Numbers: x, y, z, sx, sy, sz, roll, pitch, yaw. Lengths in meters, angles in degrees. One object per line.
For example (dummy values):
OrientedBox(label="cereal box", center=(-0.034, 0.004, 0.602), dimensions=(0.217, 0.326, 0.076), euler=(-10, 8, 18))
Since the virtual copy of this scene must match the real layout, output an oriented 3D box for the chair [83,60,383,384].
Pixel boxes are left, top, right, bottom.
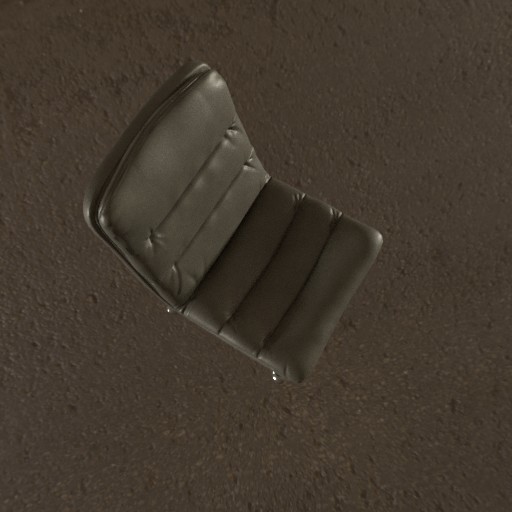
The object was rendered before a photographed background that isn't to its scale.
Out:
OrientedBox(label="chair", center=(0.000, 0.000, 1.036), dimensions=(0.485, 0.738, 0.422), euler=(31, 76, 8))
